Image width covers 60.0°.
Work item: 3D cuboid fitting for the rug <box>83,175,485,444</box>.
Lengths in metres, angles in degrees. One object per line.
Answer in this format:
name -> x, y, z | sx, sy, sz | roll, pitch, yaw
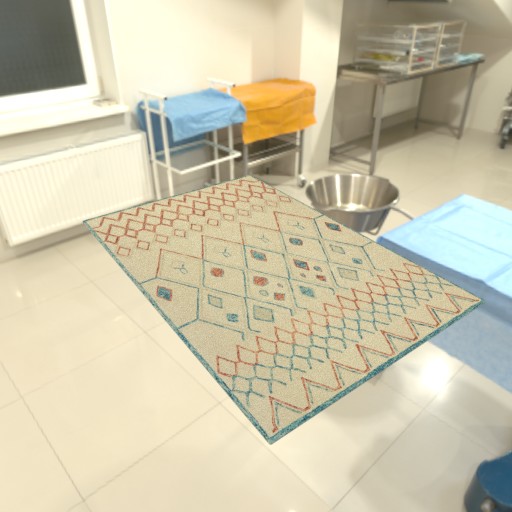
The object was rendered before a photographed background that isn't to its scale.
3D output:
rug -> 0.000, 0.000, 2.308 | 1.219, 0.016, 1.829 | -21, 38, -30
